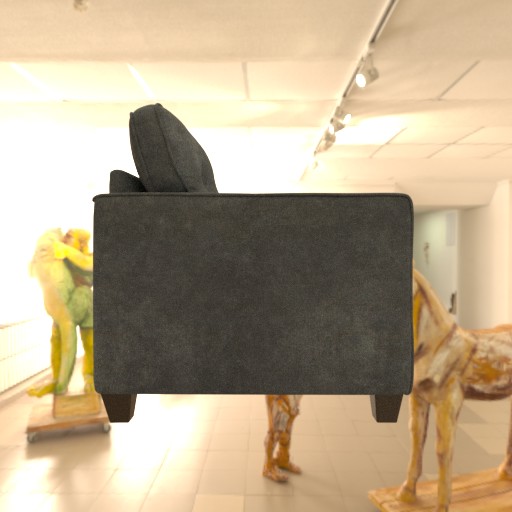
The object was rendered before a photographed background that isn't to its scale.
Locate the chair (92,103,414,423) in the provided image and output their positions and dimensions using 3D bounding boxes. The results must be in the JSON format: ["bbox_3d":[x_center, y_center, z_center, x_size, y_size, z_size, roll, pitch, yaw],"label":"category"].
[{"bbox_3d":[0.000,0.000,1.740,0.939,0.965,1.015,0,1,1],"label":"chair"}]
